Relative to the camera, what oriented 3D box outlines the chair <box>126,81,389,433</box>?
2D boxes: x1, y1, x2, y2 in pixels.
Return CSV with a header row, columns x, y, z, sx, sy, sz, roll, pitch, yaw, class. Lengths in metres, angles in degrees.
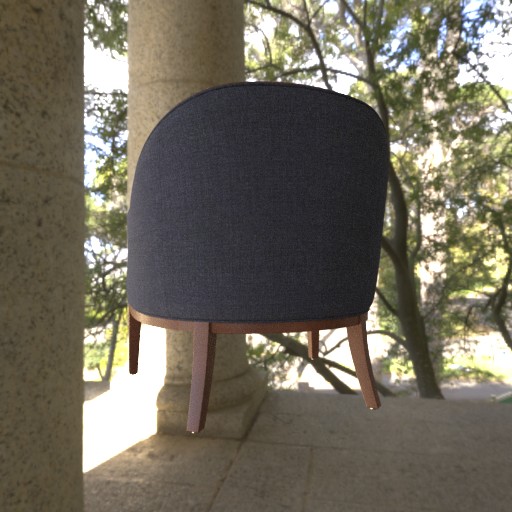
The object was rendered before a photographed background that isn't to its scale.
x,y,z,sx,sy,sz,roll,pitch,yaw,class
0.000,0.000,1.460,0.803,0.876,0.735,0,0,-19,chair
